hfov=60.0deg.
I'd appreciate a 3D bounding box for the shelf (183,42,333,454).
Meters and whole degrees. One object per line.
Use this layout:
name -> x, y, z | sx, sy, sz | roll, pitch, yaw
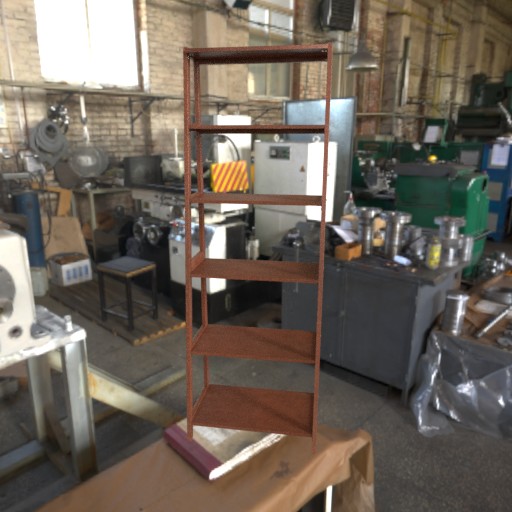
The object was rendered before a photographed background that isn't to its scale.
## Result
shelf -> 0.000, 0.000, 2.162 | 0.660, 1.892, 0.382 | 2, 15, 9
